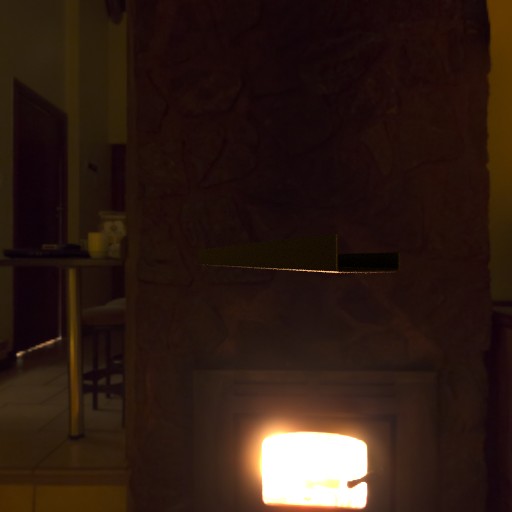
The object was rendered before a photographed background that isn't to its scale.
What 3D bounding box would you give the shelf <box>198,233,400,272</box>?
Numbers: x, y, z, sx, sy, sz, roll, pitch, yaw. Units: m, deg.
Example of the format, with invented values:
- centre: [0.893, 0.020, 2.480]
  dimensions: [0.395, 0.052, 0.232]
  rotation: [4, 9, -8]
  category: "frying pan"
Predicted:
- centre: [0.000, 0.000, 0.995]
  dimensions: [0.092, 0.049, 0.924]
  rotation: [0, -1, -18]
  category: "shelf"
